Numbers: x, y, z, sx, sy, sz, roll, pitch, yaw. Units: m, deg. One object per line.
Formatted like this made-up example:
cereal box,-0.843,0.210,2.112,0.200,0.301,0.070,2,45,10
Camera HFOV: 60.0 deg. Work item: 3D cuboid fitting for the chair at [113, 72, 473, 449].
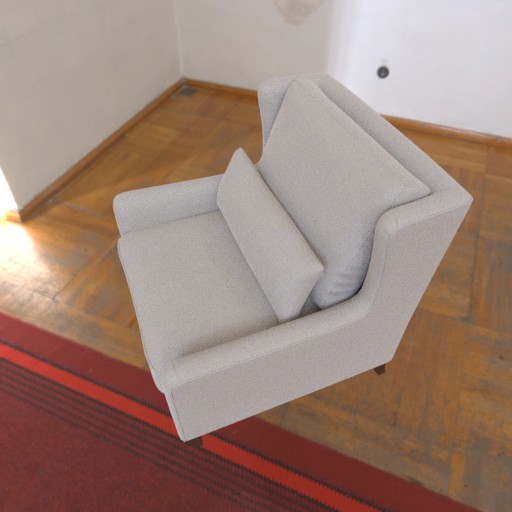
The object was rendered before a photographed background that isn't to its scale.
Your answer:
chair,0.000,0.000,1.810,1.040,1.056,0.982,-16,48,-15
